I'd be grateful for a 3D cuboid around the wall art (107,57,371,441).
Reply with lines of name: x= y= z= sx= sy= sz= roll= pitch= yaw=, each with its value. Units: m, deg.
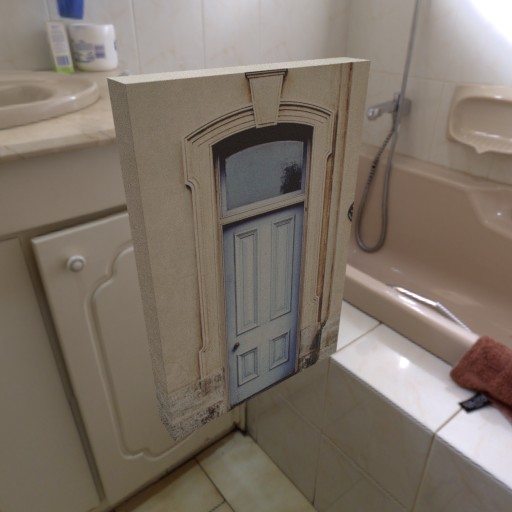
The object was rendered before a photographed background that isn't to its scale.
wall art: x=0.000 y=0.000 z=0.484 sx=0.254 sy=0.381 sz=0.038 roll=-20 pitch=35 yaw=-30
